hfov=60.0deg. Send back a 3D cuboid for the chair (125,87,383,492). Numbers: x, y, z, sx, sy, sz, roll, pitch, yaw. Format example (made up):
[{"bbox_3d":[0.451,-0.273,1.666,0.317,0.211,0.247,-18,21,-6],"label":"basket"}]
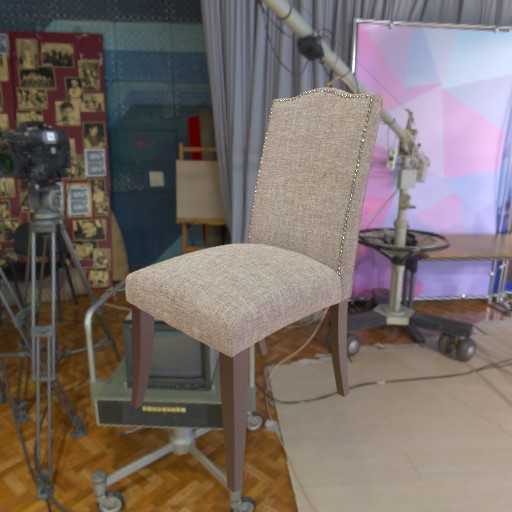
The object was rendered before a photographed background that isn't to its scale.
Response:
[{"bbox_3d":[0.000,0.000,1.379,0.660,1.016,0.513,-15,22,-42],"label":"chair"}]
